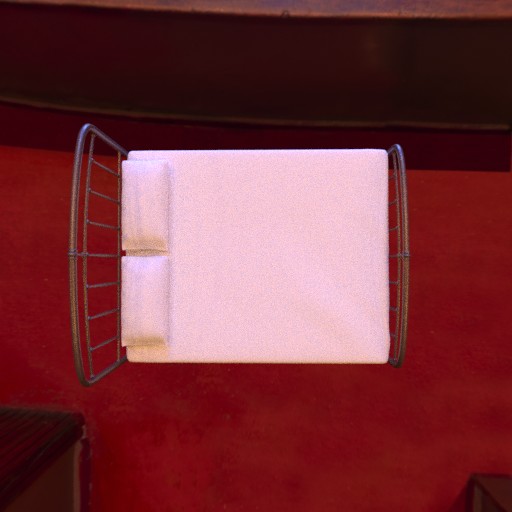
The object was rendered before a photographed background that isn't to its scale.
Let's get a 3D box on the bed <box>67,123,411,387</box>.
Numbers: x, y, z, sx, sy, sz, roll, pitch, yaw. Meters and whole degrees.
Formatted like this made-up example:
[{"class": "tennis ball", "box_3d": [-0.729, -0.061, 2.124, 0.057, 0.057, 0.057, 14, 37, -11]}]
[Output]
[{"class": "bed", "box_3d": [0.000, 0.000, 3.269, 2.168, 1.475, 1.711, 0, 89, 1]}]
